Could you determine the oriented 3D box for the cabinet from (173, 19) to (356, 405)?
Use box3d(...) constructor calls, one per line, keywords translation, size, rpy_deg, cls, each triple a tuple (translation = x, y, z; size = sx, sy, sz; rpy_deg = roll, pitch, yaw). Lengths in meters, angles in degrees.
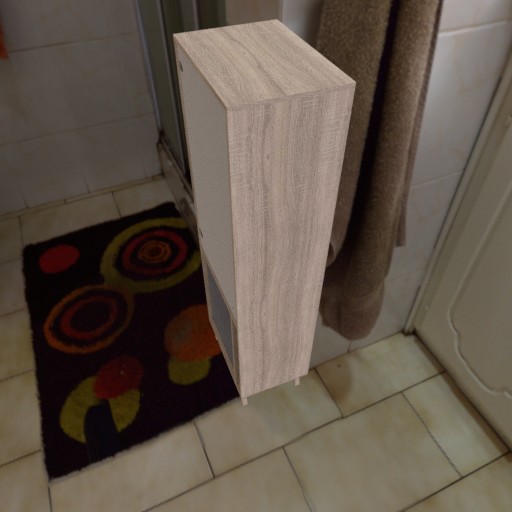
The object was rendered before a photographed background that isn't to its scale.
box3d(translation=(0.000, 0.000, 2.090), size=(0.400, 1.850, 0.570), rpy_deg=(-16, 48, -15), cls="cabinet")
